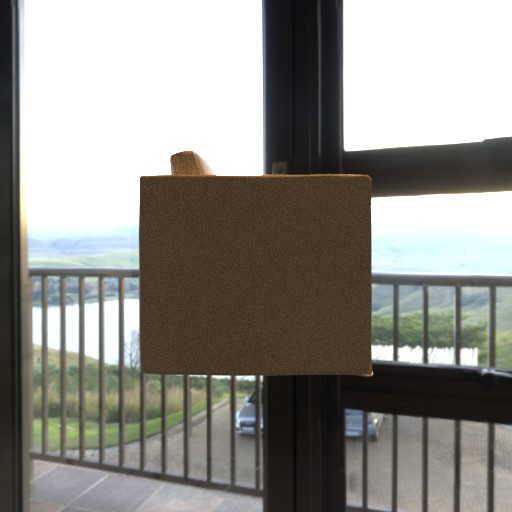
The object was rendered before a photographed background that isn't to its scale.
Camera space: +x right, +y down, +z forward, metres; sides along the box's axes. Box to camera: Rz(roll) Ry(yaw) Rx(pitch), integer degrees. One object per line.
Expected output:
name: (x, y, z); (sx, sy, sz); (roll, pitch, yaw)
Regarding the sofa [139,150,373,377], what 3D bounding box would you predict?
sofa: (0.000, 0.000, 3.236); (1.036, 0.999, 2.779); (0, 0, 0)
